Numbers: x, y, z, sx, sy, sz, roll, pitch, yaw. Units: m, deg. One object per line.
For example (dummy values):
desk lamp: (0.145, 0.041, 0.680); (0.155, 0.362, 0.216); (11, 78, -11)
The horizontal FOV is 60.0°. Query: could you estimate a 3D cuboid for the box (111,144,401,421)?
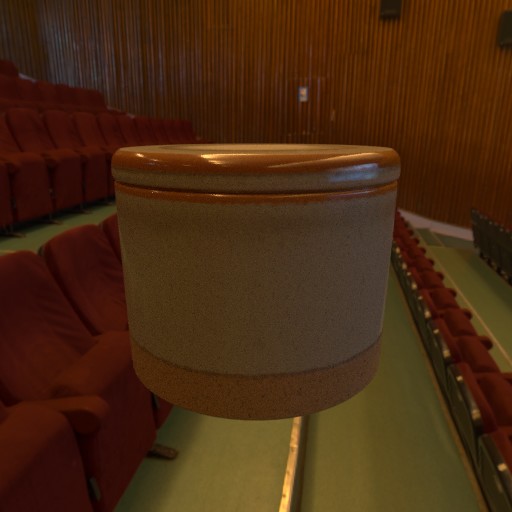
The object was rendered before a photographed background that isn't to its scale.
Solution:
box: (0.000, 0.000, 0.209); (0.123, 0.100, 0.123); (0, 16, 0)
